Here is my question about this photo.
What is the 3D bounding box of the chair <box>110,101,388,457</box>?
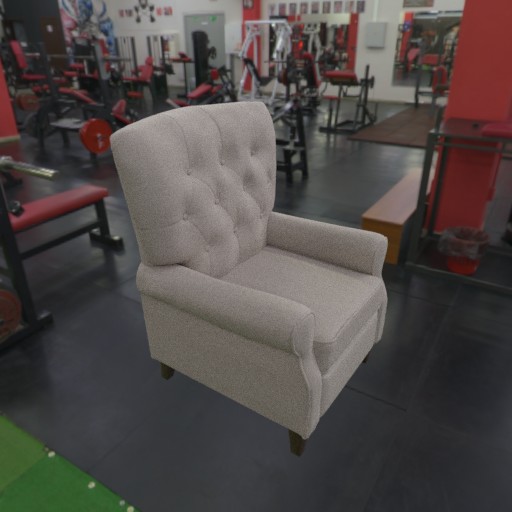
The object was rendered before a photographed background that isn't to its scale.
[{"bbox_3d":[0.000,0.000,1.964,1.025,1.209,0.942,18,32,31],"label":"chair"}]
